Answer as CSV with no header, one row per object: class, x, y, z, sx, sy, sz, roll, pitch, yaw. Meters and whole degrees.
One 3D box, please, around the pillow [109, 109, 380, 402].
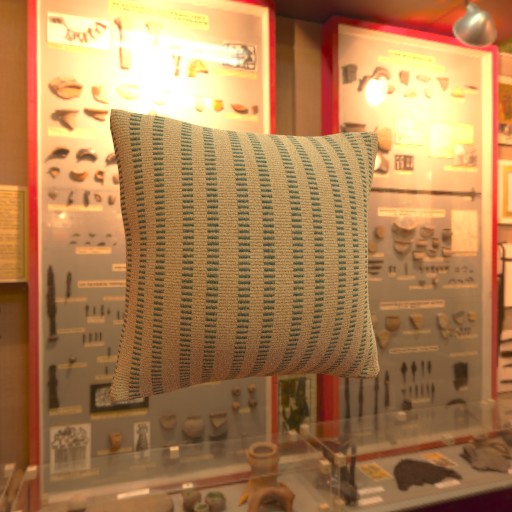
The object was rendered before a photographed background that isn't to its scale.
pillow,0.000,0.000,0.692,0.438,0.419,0.247,0,1,-17
